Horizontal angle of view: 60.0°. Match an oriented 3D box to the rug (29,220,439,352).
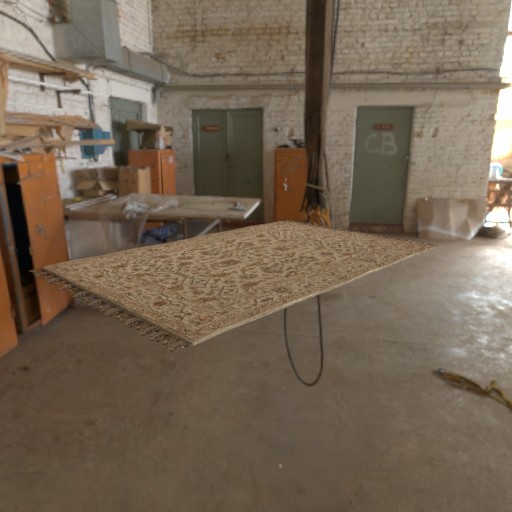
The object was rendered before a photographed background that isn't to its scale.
[{"bbox_3d":[0.000,0.000,3.016,1.529,0.027,2.434,14,20,43],"label":"rug"}]
